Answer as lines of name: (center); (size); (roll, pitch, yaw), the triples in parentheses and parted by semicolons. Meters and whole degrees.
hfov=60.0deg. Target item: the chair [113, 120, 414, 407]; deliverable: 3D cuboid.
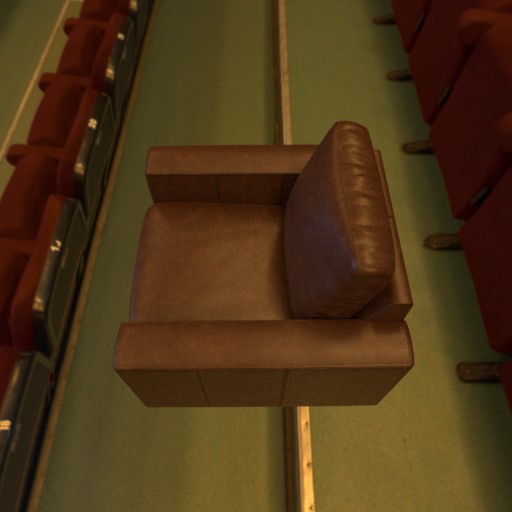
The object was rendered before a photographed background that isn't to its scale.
chair: (0.000, 0.000, 1.784); (1.016, 0.873, 1.005); (0, 58, 0)
